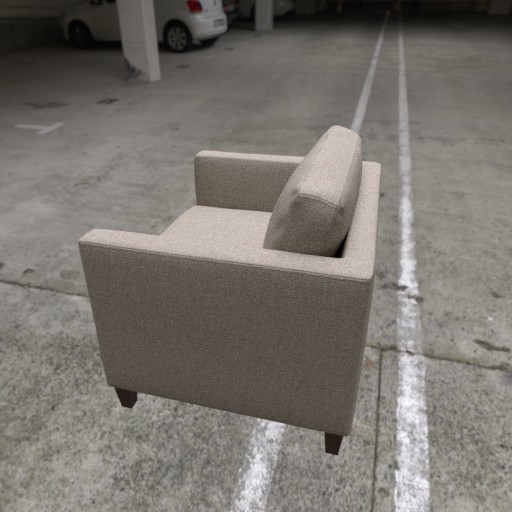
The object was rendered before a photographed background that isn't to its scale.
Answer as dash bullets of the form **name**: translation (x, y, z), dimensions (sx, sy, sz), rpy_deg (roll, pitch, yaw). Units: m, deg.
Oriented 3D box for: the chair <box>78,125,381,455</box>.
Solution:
- **chair**: translation (0.000, 0.000, 1.876), dimensions (0.959, 0.961, 1.107), rpy_deg (7, 29, 13)
